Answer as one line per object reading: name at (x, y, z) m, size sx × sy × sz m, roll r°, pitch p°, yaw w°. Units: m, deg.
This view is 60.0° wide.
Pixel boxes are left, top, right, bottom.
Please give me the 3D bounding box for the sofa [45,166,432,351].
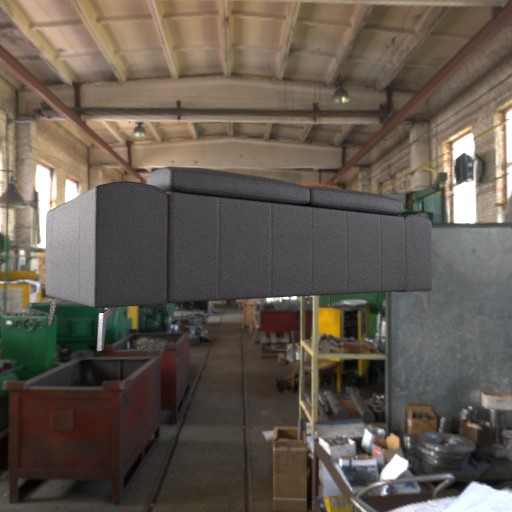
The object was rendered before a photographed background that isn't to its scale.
sofa at (0.000, 0.000, 2.836) m, size 2.330 × 0.814 × 1.048 m, roll 1°, pitch -2°, yaw -36°
